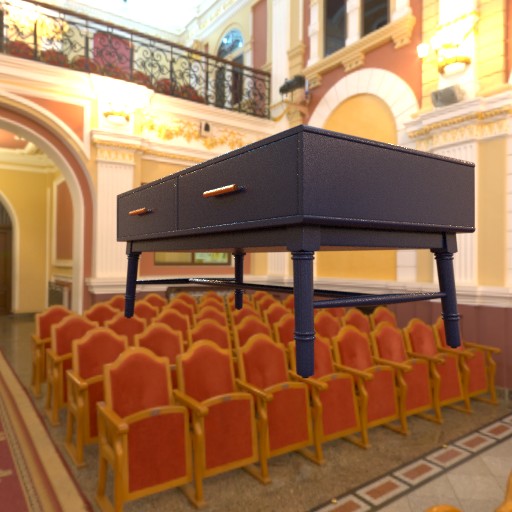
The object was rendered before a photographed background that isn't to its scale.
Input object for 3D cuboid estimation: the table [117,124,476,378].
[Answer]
[{"bbox_3d":[0.000,0.000,1.362,0.572,0.457,1.067,0,0,-34],"label":"table"}]
